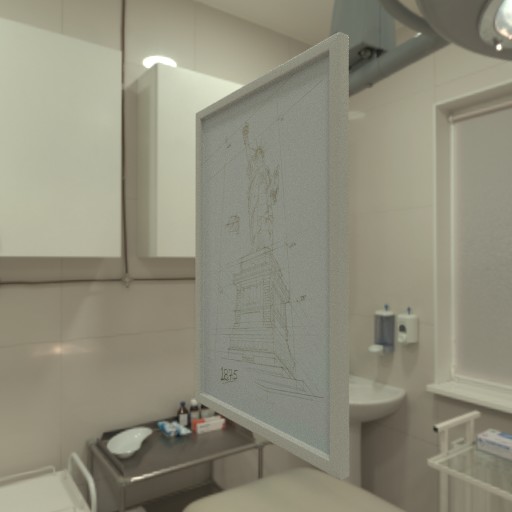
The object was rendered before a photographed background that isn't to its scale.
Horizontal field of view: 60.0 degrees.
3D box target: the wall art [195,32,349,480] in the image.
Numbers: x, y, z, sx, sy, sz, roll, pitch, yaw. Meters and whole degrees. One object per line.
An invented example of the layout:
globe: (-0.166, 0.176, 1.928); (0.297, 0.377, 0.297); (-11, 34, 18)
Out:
wall art: (0.000, 0.000, 1.505); (0.038, 1.183, 0.808); (0, -1, -36)
